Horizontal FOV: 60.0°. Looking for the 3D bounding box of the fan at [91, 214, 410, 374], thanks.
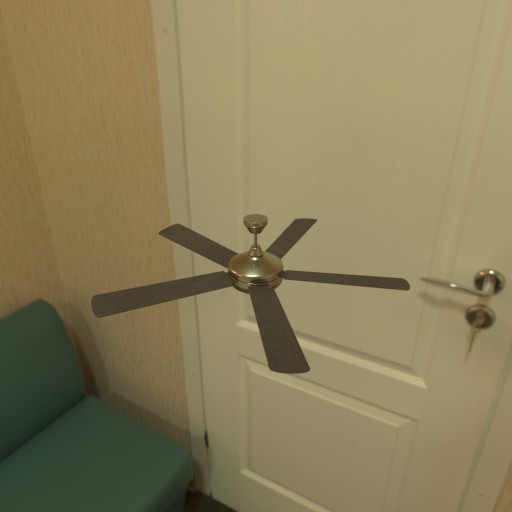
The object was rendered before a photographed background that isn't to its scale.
[{"bbox_3d":[0.000,0.000,1.958,1.321,0.356,1.321,0,27,0],"label":"fan"}]
